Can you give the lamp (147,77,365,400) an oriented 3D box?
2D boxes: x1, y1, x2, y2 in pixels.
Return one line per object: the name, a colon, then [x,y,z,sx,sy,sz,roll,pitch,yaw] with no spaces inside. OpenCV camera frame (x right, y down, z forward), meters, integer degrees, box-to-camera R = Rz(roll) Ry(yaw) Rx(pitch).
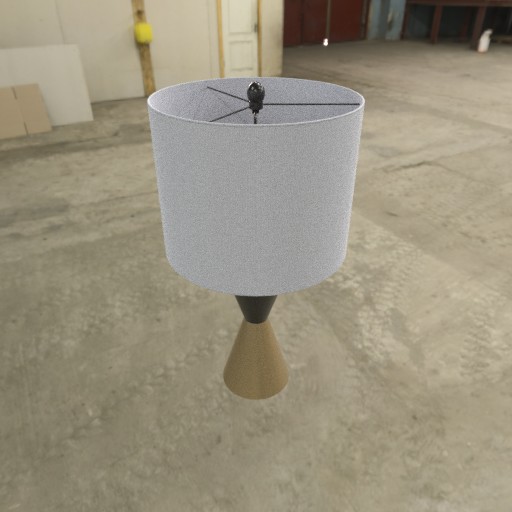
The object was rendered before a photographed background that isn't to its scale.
lamp: [0.000,0.000,0.771,0.304,0.573,0.304,0,32,0]
